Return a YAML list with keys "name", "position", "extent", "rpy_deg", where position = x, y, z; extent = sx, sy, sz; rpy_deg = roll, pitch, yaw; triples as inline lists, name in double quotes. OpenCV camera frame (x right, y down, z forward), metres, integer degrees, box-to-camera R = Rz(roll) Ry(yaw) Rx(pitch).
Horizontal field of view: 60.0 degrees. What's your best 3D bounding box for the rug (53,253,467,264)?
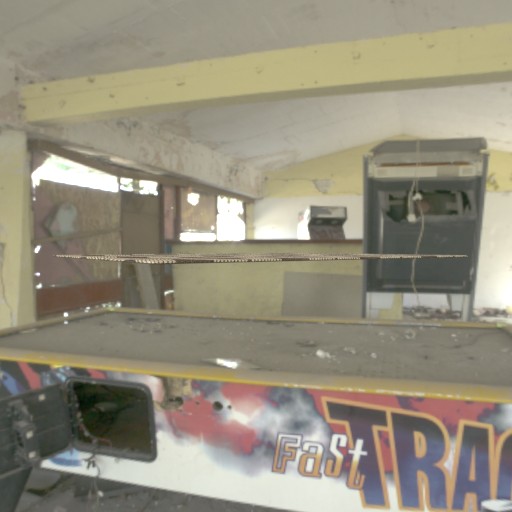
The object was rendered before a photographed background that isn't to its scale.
- name: "rug"
  position: [0.000, 0.000, 4.150]
  extent: [3.048, 0.016, 2.438]
  rpy_deg: [-1, 1, -36]
